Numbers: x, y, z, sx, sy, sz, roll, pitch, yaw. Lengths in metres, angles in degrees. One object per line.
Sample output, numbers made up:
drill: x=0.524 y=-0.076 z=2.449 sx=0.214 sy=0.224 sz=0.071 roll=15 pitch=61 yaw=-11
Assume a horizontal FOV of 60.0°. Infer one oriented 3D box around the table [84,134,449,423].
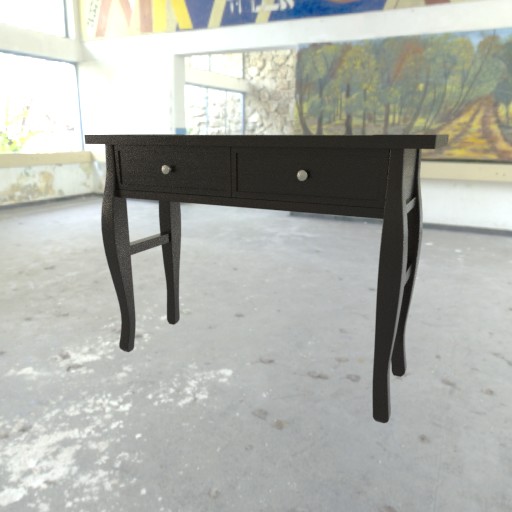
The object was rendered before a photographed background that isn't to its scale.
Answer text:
table: x=0.000 y=0.000 z=1.453 sx=1.062 sy=0.768 sz=0.373 roll=8 pitch=17 yaw=26
